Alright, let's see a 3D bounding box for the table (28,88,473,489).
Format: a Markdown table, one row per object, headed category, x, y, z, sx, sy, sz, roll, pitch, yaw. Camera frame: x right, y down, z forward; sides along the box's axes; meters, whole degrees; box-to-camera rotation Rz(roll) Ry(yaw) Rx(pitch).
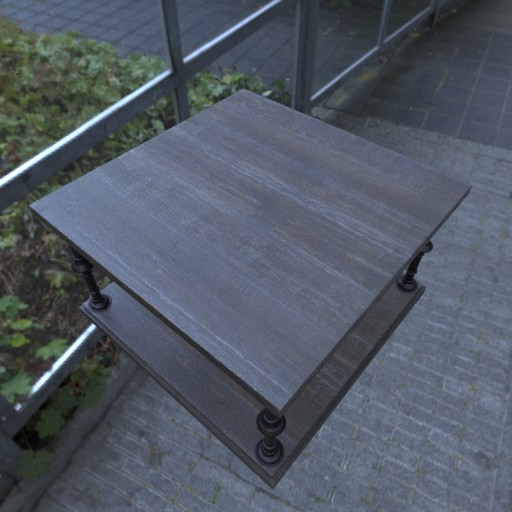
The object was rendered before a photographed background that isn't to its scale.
| category | x | y | z | sx | sy | sz | roll | pitch | yaw |
| --- | --- | --- | --- | --- | --- | --- | --- | --- | --- |
| table | 0.000 | 0.000 | 1.127 | 0.696 | 0.400 | 0.696 | 32 | 55 | 26 |
